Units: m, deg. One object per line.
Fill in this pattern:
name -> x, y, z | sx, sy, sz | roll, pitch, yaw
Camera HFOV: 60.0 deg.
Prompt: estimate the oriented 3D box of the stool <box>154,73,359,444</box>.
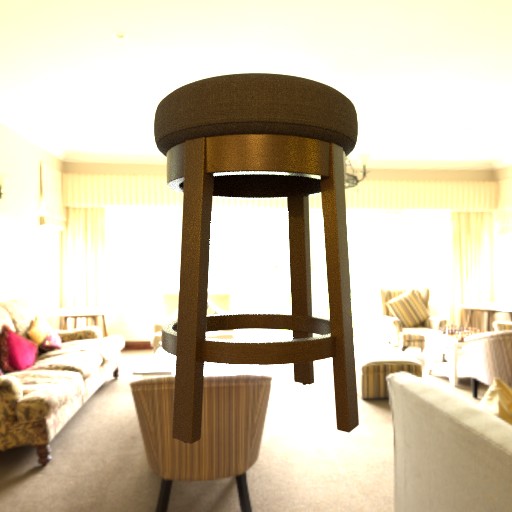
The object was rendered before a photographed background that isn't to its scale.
stool -> 0.000, 0.000, 0.955 | 0.449, 0.655, 0.449 | 0, 0, 0
